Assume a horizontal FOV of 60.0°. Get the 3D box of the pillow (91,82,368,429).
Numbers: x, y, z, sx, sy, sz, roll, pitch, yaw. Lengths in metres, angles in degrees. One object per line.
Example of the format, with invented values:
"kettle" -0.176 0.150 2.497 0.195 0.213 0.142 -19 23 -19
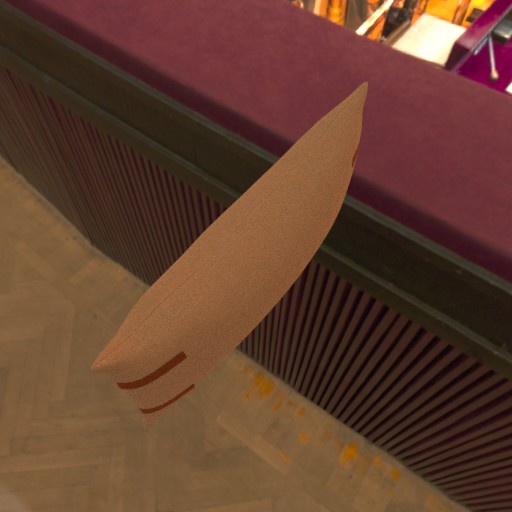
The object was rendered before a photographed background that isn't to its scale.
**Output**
"pillow" 0.000 0.000 0.732 0.148 0.308 0.612 33 64 18
